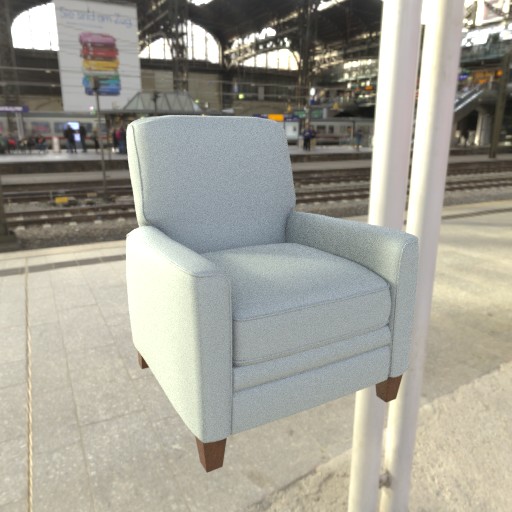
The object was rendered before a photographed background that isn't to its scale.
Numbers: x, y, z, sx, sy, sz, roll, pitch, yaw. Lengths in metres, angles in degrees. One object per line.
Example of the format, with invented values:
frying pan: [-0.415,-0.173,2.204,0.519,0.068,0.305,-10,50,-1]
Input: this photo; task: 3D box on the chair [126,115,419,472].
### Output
chair: [0.000,0.000,1.634,0.853,1.007,0.846,-8,18,-28]
